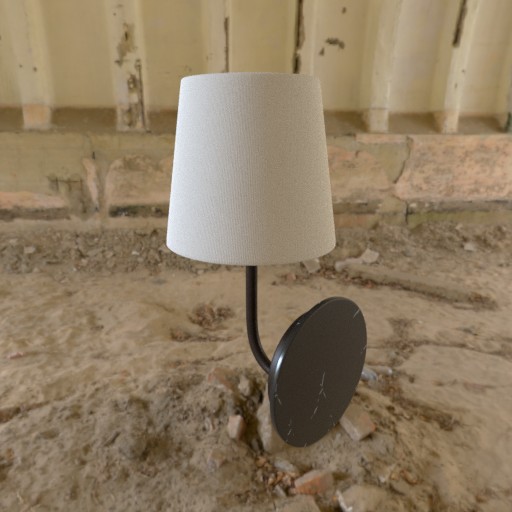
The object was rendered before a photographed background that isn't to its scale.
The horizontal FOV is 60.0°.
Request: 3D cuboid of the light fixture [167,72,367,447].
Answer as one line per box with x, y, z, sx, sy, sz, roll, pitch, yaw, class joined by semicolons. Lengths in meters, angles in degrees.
0.000;0.000;0.453;0.188;0.337;0.168;16;23;43;light fixture
